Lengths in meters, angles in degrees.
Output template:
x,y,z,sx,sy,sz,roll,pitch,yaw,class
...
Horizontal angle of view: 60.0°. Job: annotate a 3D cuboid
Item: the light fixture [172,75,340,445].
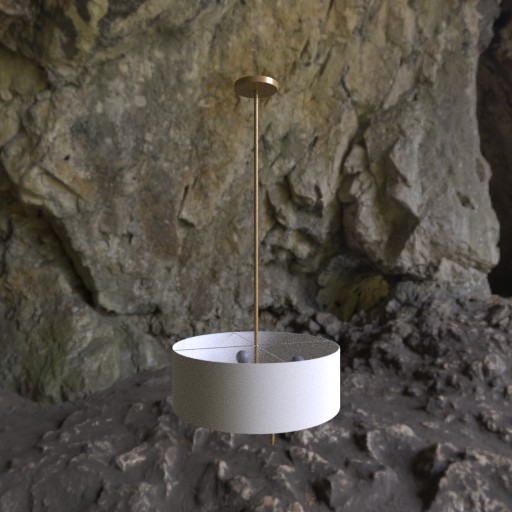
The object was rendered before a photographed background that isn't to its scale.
x,y,z,sx,sy,sz,roll,pitch,yaw,class
0.000,0.000,1.372,0.508,1.067,0.508,0,-1,0,light fixture
